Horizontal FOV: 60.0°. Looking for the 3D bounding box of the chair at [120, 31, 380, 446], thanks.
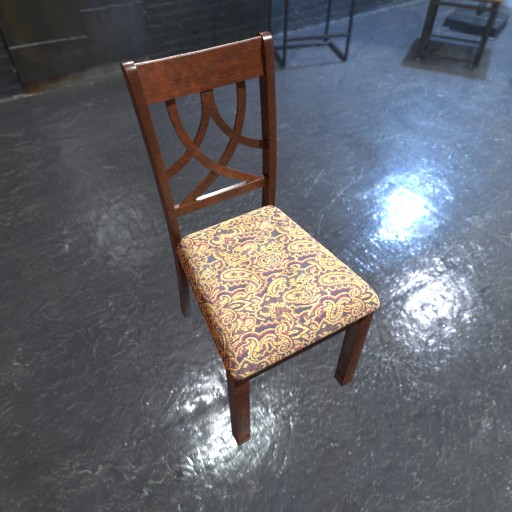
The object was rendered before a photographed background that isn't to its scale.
[{"bbox_3d":[0.000,0.000,1.253,0.457,0.965,0.584,-23,50,-20],"label":"chair"}]
